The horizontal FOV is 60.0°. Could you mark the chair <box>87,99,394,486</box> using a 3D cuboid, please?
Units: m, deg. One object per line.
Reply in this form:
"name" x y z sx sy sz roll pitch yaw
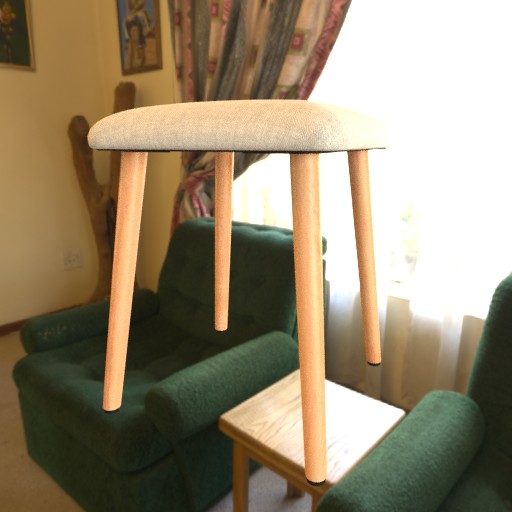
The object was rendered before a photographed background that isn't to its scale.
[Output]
"chair" 0.000 0.000 0.678 0.350 0.440 0.350 7 16 25
